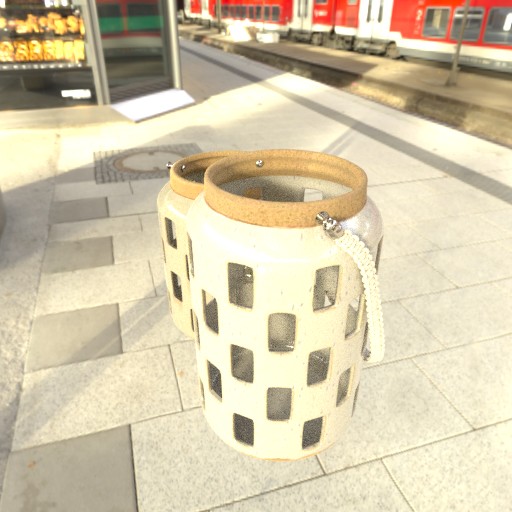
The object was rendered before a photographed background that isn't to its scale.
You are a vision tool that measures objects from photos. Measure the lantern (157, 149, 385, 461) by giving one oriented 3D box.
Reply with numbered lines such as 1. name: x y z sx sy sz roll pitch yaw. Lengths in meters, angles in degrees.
1. lantern: 0.000 0.000 0.492 0.184 0.255 0.347 -10 31 -17
